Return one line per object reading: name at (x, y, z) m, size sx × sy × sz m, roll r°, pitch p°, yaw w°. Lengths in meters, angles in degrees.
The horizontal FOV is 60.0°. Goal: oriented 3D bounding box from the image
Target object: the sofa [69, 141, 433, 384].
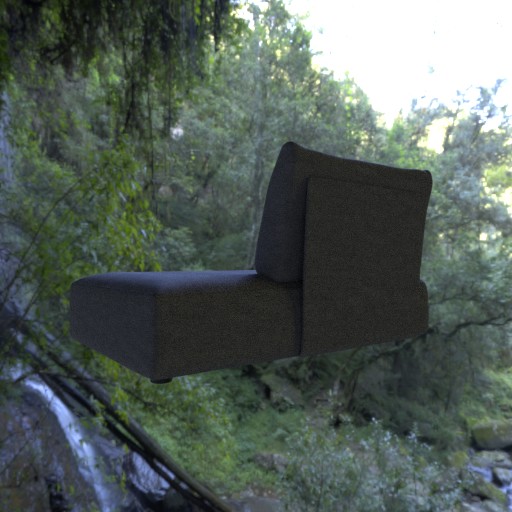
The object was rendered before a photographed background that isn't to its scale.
sofa at (0.000, 0.000, 2.079) m, size 1.450 × 0.820 × 1.002 m, roll 1°, pitch -1°, yaw -37°
